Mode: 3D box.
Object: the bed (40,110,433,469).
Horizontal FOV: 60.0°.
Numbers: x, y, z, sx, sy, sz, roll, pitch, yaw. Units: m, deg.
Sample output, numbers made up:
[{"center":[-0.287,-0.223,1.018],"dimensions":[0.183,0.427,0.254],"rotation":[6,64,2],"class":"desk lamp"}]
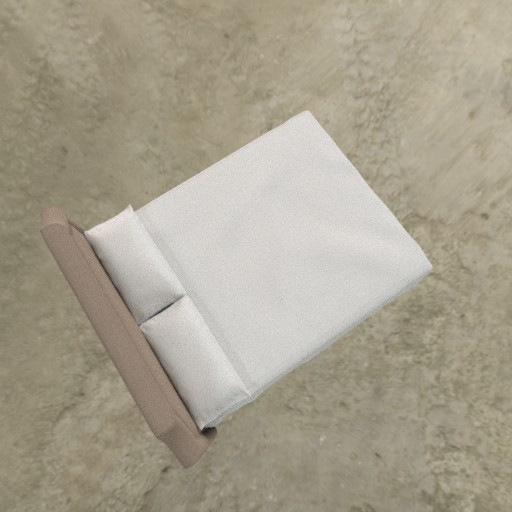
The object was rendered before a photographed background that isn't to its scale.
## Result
[{"center":[0.000,0.000,3.211],"dimensions":[2.164,1.303,1.828],"rotation":[-33,77,-9],"class":"bed"}]
